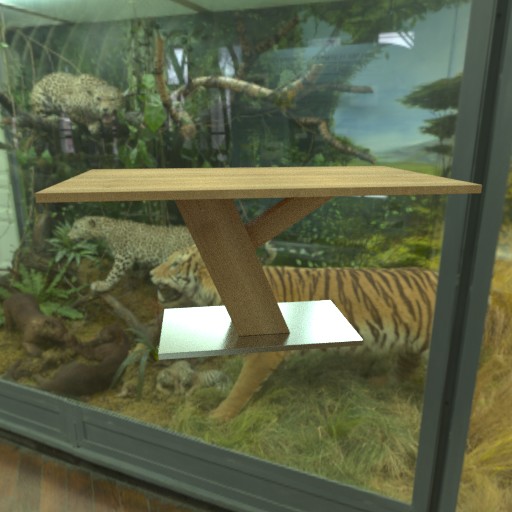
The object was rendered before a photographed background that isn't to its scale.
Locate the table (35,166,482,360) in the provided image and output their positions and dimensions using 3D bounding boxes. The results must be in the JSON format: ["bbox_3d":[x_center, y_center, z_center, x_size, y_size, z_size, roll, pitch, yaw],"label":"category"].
[{"bbox_3d":[0.000,0.000,2.099,1.600,0.750,0.900,-2,16,-8],"label":"table"}]
